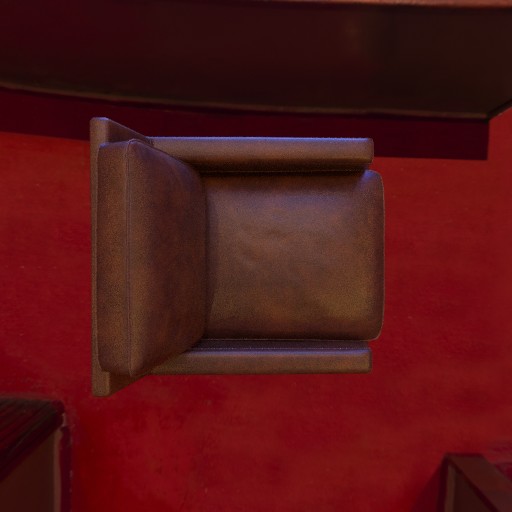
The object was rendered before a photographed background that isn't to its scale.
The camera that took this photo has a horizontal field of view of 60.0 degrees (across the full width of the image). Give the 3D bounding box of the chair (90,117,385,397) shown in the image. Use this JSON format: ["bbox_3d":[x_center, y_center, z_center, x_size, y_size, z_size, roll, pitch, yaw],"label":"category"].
[{"bbox_3d":[0.000,0.000,1.677,1.014,0.929,0.853,0,91,-1],"label":"chair"}]
